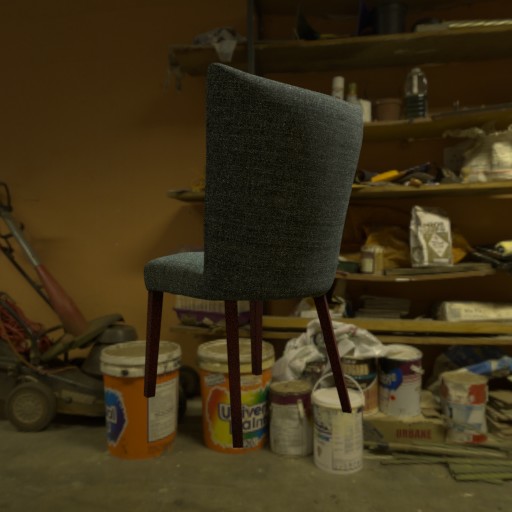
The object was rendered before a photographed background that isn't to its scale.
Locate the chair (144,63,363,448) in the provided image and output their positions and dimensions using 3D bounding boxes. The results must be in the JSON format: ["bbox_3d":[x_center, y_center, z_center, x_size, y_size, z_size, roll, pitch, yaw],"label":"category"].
[{"bbox_3d":[0.000,0.000,1.351,0.535,0.924,0.623,0,1,-36],"label":"chair"}]
